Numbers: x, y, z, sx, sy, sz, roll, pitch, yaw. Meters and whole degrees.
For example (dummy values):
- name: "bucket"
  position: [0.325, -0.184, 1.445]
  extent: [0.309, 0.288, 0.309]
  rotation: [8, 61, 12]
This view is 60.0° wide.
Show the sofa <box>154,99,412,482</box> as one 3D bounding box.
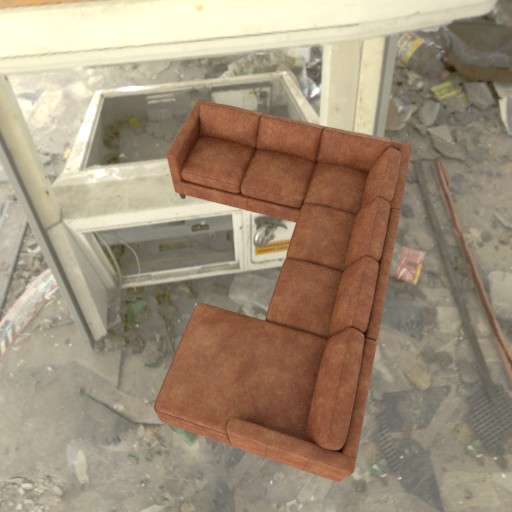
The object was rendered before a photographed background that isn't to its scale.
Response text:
- name: "sofa"
  position: [0.000, 0.000, 4.318]
  extent: [2.452, 0.888, 3.324]
  rotation: [15, 59, 9]
